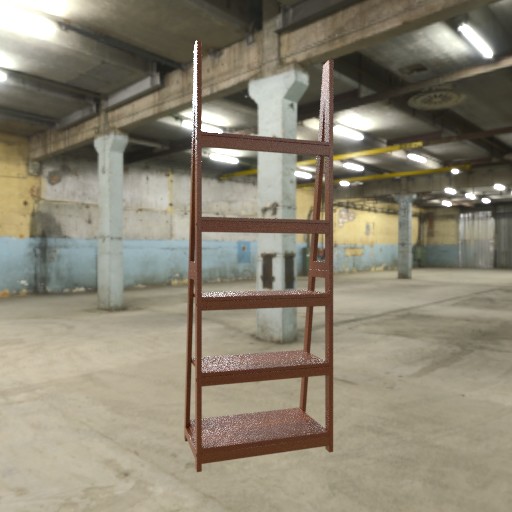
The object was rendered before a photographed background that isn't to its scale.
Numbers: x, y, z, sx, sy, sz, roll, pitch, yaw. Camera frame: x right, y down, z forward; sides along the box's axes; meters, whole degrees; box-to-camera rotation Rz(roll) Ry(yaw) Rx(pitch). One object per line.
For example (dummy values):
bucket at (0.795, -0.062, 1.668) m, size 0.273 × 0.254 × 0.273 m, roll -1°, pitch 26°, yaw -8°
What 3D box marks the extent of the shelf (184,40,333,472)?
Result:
shelf at (0.000, 0.000, 2.088) m, size 0.630 × 1.780 × 0.356 m, roll 0°, pitch 0°, yaw -18°
